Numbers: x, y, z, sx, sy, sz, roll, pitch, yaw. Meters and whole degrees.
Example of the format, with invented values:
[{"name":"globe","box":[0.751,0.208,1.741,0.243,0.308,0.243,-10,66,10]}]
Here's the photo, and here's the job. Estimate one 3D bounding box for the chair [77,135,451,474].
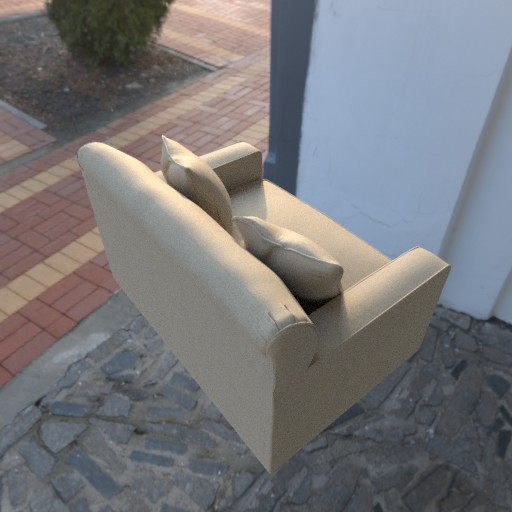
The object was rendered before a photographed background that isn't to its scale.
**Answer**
[{"name":"chair","box":[0.000,0.000,2.062,1.000,0.948,1.383,-28,48,-28]}]
